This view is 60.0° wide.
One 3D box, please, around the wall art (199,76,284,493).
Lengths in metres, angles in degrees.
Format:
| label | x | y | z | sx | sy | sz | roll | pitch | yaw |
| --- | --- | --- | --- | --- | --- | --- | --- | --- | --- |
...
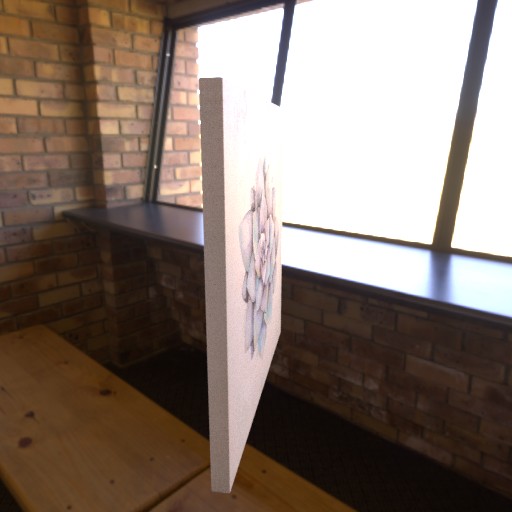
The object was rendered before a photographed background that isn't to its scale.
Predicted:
| label | x | y | z | sx | sy | sz | roll | pitch | yaw |
| --- | --- | --- | --- | --- | --- | --- | --- | --- | --- |
| wall art | 0.000 | 0.000 | 1.133 | 0.038 | 0.762 | 0.762 | 3 | 15 | 10 |
